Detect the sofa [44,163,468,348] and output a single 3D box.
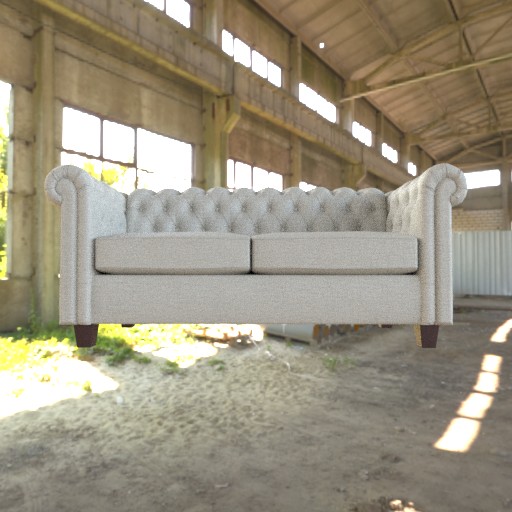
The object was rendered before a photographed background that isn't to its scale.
[{"bbox_3d":[0.000,0.000,2.229,1.798,0.797,0.783,0,-1,0],"label":"sofa"}]
